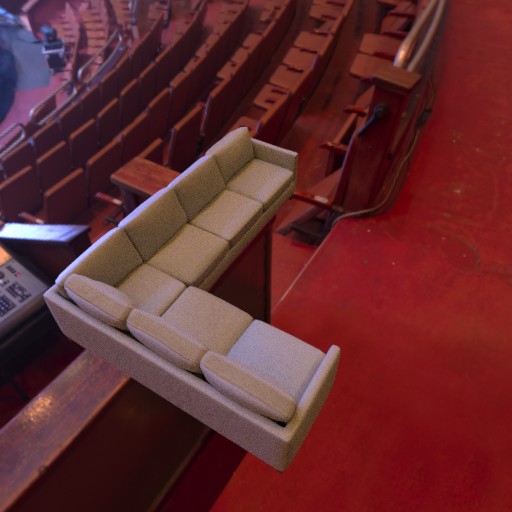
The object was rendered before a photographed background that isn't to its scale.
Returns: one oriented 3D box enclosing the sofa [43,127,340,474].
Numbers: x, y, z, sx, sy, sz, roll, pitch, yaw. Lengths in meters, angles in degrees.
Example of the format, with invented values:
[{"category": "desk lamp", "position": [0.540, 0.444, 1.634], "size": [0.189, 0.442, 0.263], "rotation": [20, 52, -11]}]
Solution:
[{"category": "sofa", "position": [0.000, 0.000, 4.677], "size": [2.592, 0.947, 3.301], "rotation": [24, 51, 21]}]
